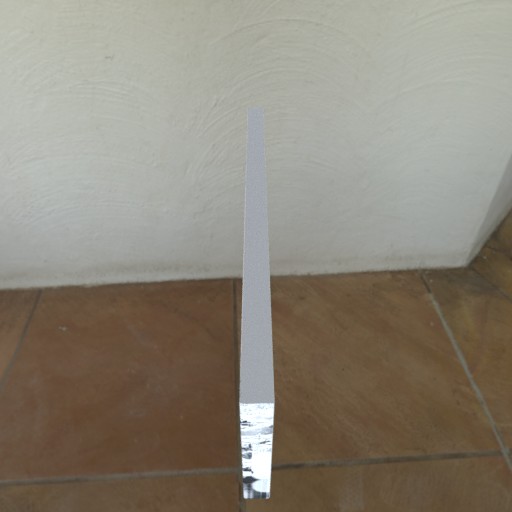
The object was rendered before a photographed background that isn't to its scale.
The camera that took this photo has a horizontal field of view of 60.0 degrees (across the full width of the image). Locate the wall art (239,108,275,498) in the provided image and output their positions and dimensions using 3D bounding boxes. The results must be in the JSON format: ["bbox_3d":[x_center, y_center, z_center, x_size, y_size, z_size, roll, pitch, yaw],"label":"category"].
[{"bbox_3d":[0.000,0.000,0.838,0.038,0.255,0.763,0,41,0],"label":"wall art"}]
